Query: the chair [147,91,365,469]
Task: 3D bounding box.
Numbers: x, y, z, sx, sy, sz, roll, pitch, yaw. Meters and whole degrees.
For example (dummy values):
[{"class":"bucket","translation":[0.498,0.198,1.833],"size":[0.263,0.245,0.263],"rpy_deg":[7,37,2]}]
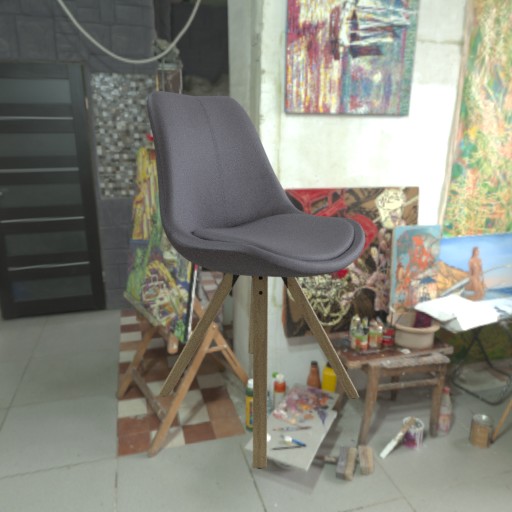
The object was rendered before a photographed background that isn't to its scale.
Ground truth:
[{"class":"chair","translation":[0.000,0.000,1.211],"size":[0.547,0.865,0.483],"rpy_deg":[15,21,43]}]
